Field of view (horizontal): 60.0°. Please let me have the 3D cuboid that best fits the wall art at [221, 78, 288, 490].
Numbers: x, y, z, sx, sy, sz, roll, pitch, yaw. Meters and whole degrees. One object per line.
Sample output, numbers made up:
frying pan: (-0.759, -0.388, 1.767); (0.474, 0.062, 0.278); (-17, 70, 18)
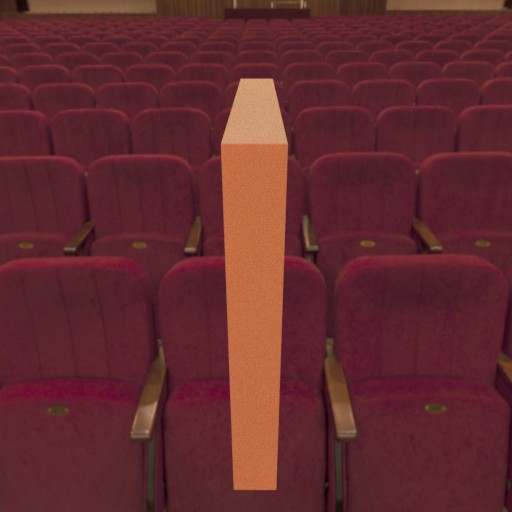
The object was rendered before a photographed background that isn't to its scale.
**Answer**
wall art: (0.000, 0.000, 0.453); (0.038, 0.305, 0.305); (0, 28, 0)
